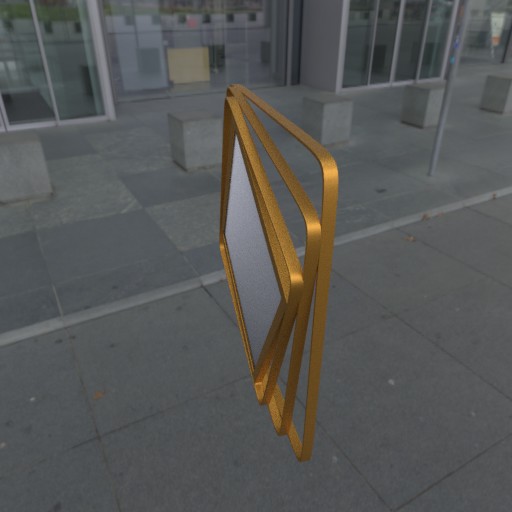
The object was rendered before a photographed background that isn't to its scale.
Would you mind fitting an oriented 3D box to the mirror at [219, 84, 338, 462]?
[{"bbox_3d":[0.000,0.000,0.717,0.045,0.468,0.470,-7,31,-12],"label":"mirror"}]
